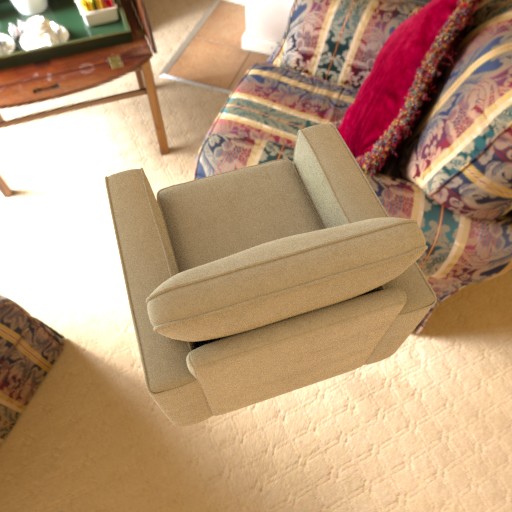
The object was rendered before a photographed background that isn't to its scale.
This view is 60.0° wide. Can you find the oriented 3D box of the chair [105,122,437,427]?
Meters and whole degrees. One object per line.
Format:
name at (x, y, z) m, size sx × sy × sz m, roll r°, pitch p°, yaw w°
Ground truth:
chair at (0.000, 0.000, 1.776) m, size 1.015 × 0.965 × 0.939 m, roll -16°, pitch 60°, yaw -9°
